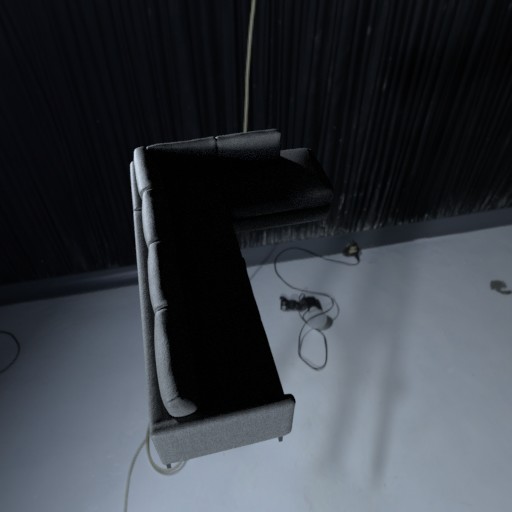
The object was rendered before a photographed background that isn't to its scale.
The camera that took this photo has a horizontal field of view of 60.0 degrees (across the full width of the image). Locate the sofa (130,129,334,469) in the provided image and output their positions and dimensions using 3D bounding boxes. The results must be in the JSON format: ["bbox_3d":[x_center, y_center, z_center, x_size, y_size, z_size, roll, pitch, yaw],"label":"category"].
[{"bbox_3d":[0.000,0.000,3.877,1.984,0.858,2.972,-10,47,-9],"label":"sofa"}]
